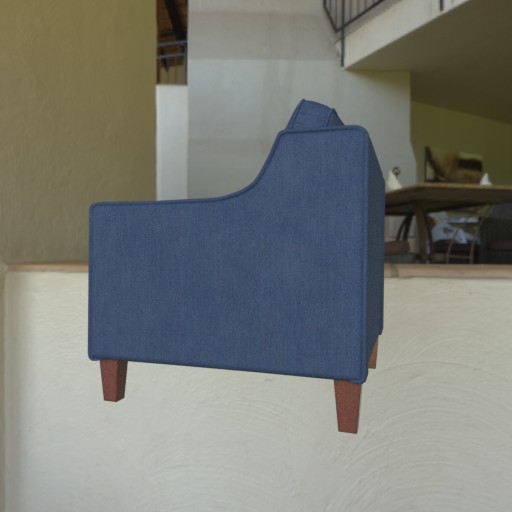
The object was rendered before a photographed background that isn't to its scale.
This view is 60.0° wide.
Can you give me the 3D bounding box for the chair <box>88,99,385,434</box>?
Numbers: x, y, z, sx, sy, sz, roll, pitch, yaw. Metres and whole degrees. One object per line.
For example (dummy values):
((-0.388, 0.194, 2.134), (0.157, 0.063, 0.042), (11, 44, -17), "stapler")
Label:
((0.000, 0.000, 1.693), (0.909, 0.960, 0.831), (0, 1, 19), "chair")
